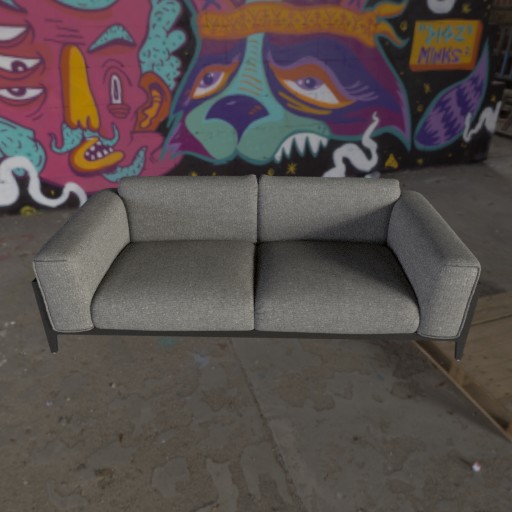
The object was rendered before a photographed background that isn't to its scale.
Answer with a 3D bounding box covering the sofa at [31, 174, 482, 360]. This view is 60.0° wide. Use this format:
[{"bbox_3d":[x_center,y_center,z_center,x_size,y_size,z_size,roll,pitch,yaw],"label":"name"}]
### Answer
[{"bbox_3d":[0.000,0.000,2.535,2.125,0.703,0.985,1,28,1],"label":"sofa"}]
